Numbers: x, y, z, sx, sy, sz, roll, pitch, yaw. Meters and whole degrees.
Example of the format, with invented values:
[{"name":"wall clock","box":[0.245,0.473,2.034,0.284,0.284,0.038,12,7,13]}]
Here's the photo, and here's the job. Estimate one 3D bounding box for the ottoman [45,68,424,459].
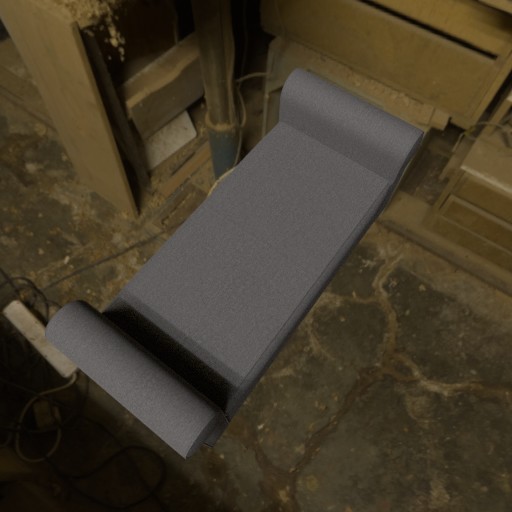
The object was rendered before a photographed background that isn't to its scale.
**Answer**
[{"name":"ottoman","box":[0.000,0.000,1.556,0.521,0.547,1.256,34,69,15]}]
